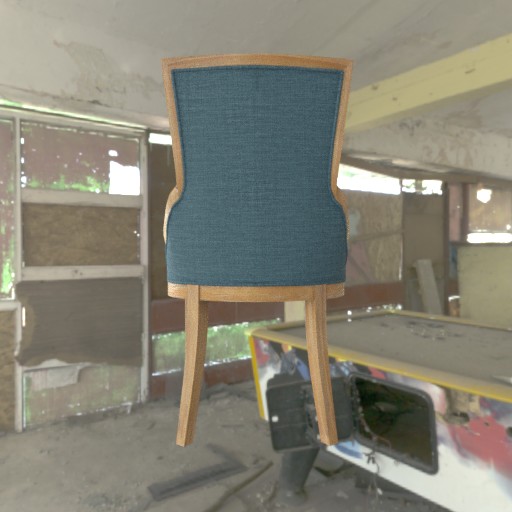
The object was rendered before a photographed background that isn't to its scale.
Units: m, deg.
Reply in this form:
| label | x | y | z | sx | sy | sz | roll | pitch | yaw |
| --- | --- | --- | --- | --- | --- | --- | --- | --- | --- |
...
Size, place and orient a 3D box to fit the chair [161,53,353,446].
| label | x | y | z | sx | sy | sz | roll | pitch | yaw |
| --- | --- | --- | --- | --- | --- | --- | --- | --- | --- |
| chair | 0.000 | 0.000 | 1.343 | 0.524 | 0.947 | 0.641 | 0 | 1 | -1 |
